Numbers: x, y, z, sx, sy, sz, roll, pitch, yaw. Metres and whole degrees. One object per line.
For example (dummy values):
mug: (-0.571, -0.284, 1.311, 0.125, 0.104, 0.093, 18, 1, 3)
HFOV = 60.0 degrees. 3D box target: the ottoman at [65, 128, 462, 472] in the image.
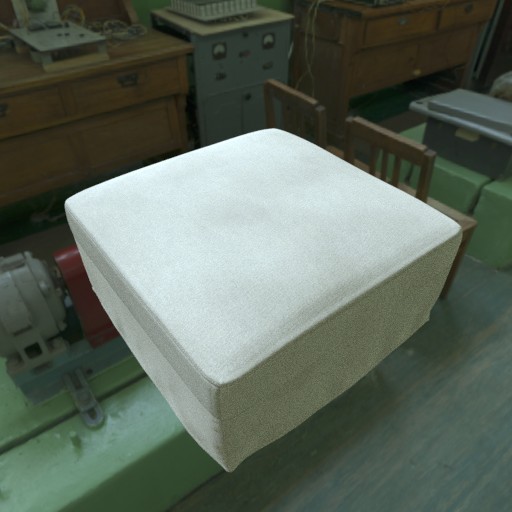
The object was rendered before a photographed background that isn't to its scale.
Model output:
ottoman: (0.000, 0.000, 1.356, 0.843, 0.441, 0.842, -27, 47, -28)
